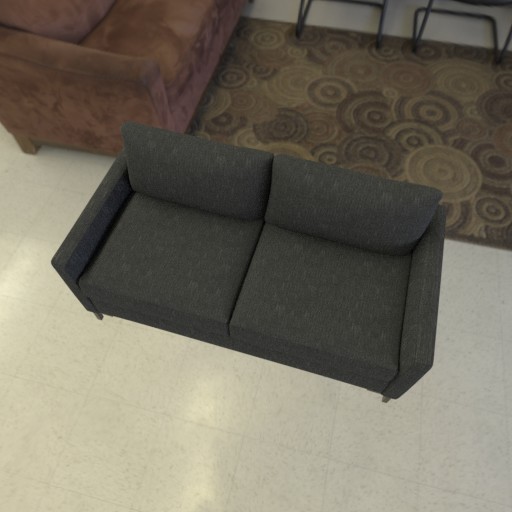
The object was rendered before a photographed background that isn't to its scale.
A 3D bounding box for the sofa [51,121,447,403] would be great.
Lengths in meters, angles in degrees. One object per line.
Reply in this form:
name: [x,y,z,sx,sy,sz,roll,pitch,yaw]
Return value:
sofa: [0.000,0.000,2.224,1.716,0.862,0.866,14,59,9]
